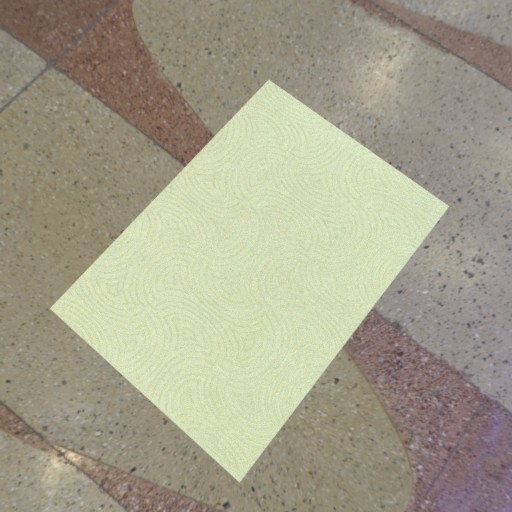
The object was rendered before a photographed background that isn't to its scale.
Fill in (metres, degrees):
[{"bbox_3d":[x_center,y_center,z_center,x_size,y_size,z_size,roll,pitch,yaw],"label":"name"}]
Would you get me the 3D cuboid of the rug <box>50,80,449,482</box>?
[{"bbox_3d":[0.000,0.000,2.814,1.526,0.015,2.132,38,78,10],"label":"rug"}]
